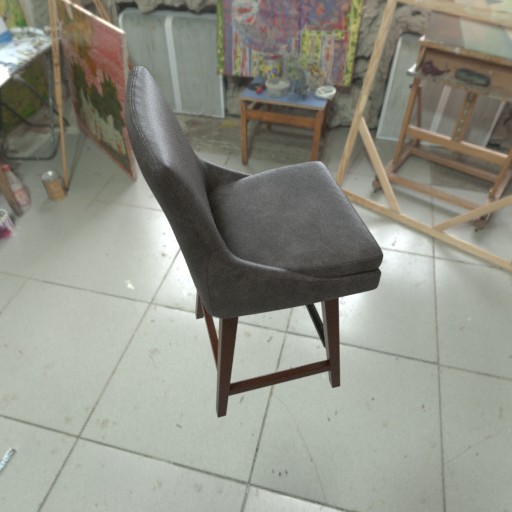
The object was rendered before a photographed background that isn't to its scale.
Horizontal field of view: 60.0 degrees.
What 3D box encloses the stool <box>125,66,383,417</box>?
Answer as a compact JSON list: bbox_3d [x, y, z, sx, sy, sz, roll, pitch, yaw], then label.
[{"bbox_3d":[0.000,0.000,1.367,0.587,1.046,0.492,-11,46,-11],"label":"stool"}]
